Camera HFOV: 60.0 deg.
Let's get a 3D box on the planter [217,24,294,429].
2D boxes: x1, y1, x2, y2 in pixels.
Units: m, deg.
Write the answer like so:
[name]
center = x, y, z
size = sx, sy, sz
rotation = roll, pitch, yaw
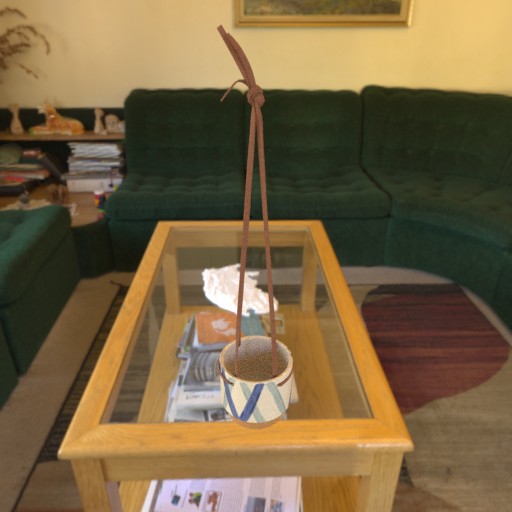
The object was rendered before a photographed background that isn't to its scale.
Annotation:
[planter]
center = 0.000, 0.000, 0.814
size = 0.157, 0.753, 0.153
rotation = -9, 28, -17
